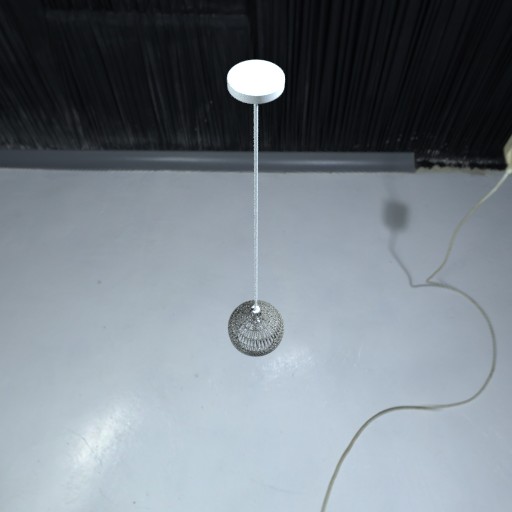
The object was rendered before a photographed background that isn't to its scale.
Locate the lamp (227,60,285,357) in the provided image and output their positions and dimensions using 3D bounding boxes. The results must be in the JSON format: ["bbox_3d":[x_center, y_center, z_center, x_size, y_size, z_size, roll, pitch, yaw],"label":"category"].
[{"bbox_3d":[0.000,0.000,2.093,0.355,1.919,0.355,1,57,1],"label":"lamp"}]
